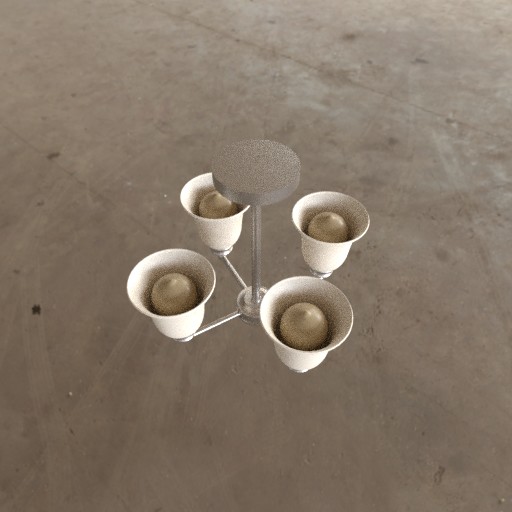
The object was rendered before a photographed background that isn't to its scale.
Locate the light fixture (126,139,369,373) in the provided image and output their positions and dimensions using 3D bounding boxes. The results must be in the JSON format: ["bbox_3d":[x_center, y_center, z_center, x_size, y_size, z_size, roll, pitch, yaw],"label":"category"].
[{"bbox_3d":[0.000,0.000,0.736,0.427,0.370,0.427,-22,52,-19],"label":"light fixture"}]
